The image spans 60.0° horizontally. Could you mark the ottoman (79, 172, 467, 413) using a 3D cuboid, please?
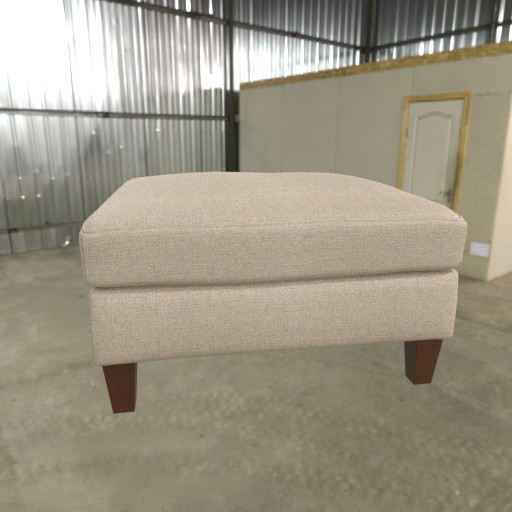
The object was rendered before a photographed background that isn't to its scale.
[{"bbox_3d":[0.000,0.000,1.343,0.838,0.481,0.838,-3,16,-9],"label":"ottoman"}]
